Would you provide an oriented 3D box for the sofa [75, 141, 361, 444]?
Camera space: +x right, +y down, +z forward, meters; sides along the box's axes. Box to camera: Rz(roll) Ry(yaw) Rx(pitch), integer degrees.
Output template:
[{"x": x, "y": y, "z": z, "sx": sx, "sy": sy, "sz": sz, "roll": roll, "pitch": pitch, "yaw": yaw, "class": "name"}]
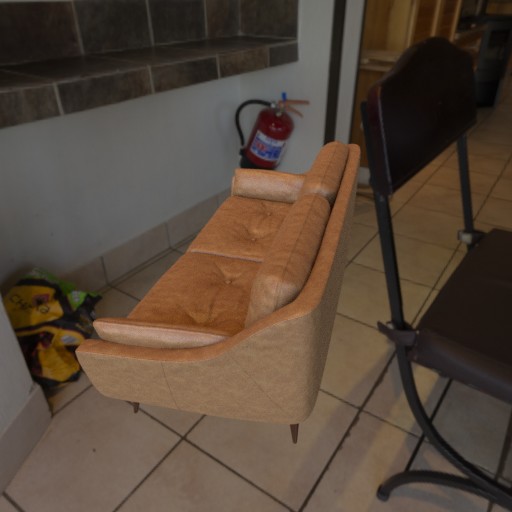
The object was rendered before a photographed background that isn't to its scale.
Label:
[{"x": 0.000, "y": 0.000, "z": 2.343, "sx": 0.904, "sy": 0.839, "sz": 1.902, "roll": 8, "pitch": 32, "yaw": 14, "class": "sofa"}]
